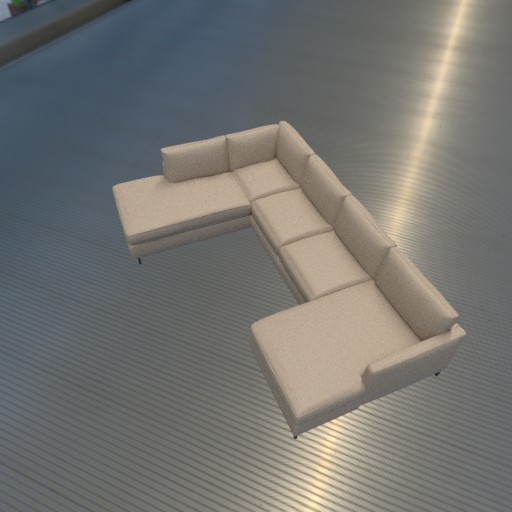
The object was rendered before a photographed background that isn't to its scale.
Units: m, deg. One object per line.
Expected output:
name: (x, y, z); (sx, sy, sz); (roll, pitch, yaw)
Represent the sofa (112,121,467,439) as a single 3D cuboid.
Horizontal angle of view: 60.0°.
sofa: (0.000, 0.000, 3.614); (1.879, 0.756, 2.737); (-17, 49, -15)
